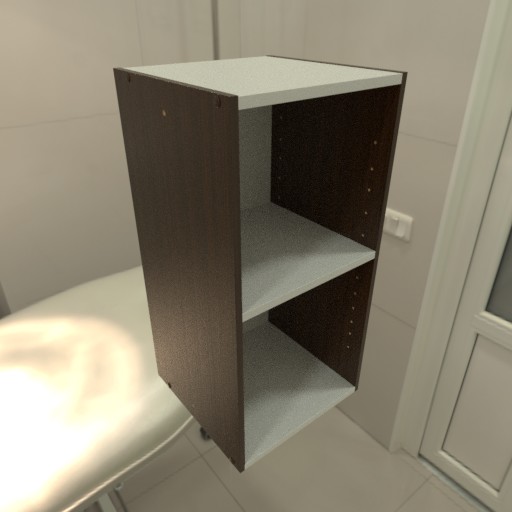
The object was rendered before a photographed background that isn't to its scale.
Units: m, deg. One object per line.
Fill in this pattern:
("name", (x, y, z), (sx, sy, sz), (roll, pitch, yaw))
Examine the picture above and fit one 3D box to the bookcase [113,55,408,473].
("bookcase", (0.000, 0.000, 0.769), (0.300, 0.600, 0.290), (-21, 36, -33))
